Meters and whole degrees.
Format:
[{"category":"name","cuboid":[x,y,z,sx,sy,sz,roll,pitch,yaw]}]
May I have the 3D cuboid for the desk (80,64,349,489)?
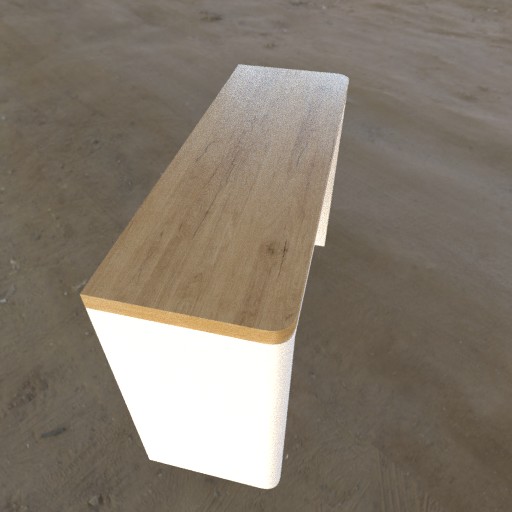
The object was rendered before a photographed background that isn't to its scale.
[{"category":"desk","cuboid":[0.000,0.000,1.416,0.390,0.760,1.100,10,45,10]}]
